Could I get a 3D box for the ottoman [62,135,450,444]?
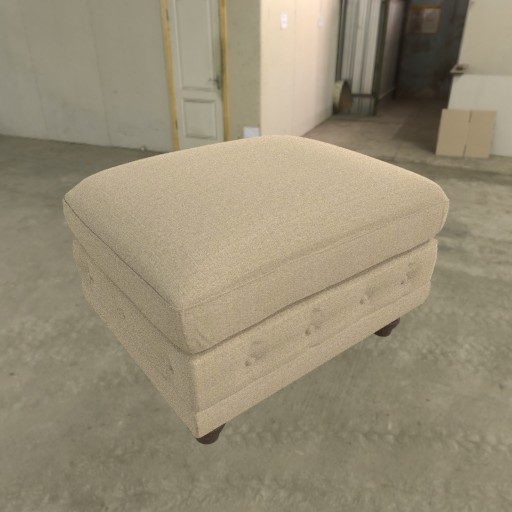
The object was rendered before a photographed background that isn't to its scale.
[{"bbox_3d":[0.000,0.000,1.019,0.684,0.463,0.541,-20,34,-32],"label":"ottoman"}]
